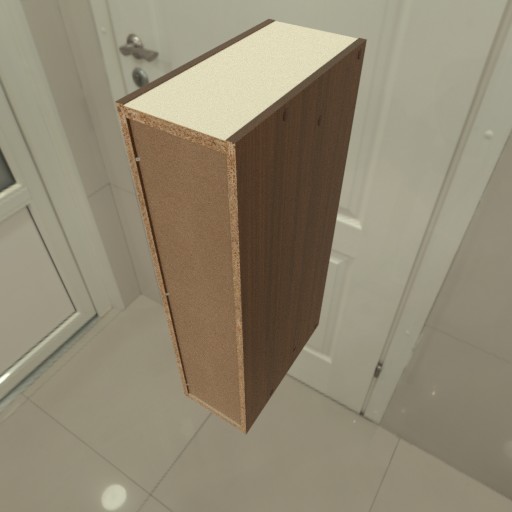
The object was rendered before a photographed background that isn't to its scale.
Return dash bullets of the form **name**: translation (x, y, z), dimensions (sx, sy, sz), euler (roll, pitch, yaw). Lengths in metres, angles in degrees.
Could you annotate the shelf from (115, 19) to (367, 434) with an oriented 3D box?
- **shelf**: translation (0.000, 0.000, 0.708), dimensions (0.147, 0.600, 0.290), euler (24, 50, 22)
